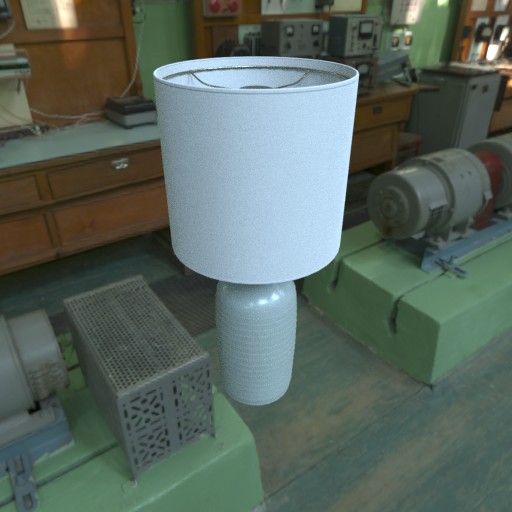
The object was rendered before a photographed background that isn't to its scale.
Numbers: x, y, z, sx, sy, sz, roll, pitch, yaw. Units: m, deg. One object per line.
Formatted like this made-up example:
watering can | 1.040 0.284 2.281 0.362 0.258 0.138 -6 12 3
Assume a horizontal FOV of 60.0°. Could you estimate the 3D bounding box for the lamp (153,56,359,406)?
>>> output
lamp | 0.000 0.000 0.607 0.220 0.475 0.220 -21 37 -31
